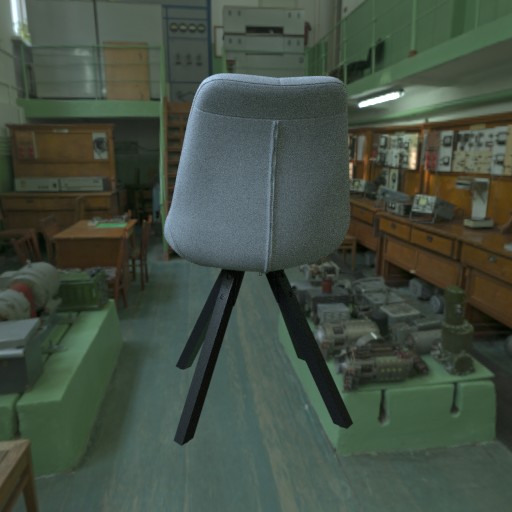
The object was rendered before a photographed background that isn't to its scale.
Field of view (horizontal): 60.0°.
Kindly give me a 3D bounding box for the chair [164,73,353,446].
[{"bbox_3d":[0.000,0.000,1.208,0.485,0.850,0.550,-2,13,-10],"label":"chair"}]
